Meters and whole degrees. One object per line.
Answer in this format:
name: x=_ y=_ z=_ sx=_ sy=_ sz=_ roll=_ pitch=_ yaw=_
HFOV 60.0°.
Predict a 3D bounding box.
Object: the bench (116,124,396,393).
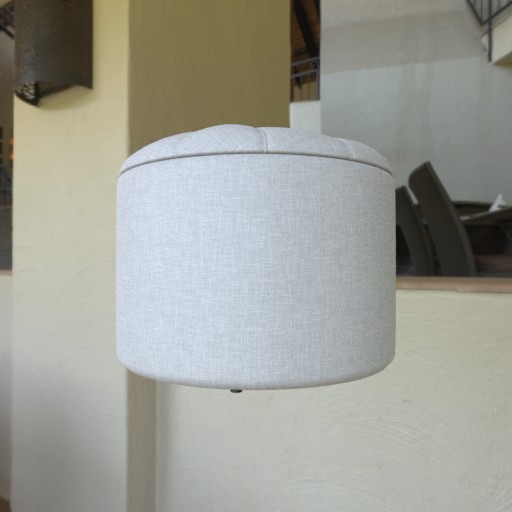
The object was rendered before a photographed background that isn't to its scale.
bench: x=0.000 y=0.000 z=0.998 sx=0.600 sy=0.453 sz=0.600 roll=0 pitch=-1 yaw=0
